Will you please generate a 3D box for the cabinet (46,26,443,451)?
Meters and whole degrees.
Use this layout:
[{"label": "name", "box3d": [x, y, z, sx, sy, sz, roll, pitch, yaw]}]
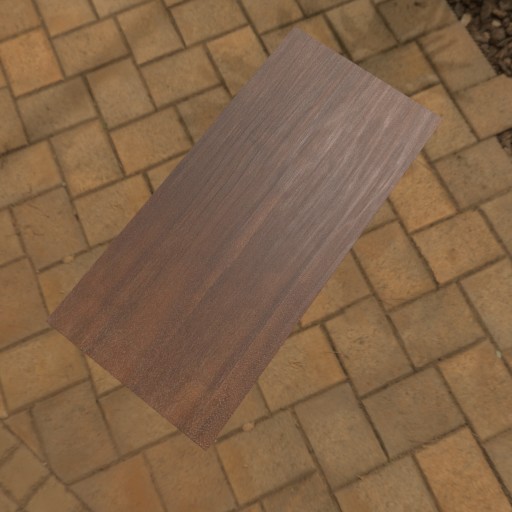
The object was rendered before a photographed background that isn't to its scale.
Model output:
[{"label": "cabinet", "box3d": [0.000, 0.000, 1.128, 0.354, 0.654, 0.743, 36, 79, 8]}]
